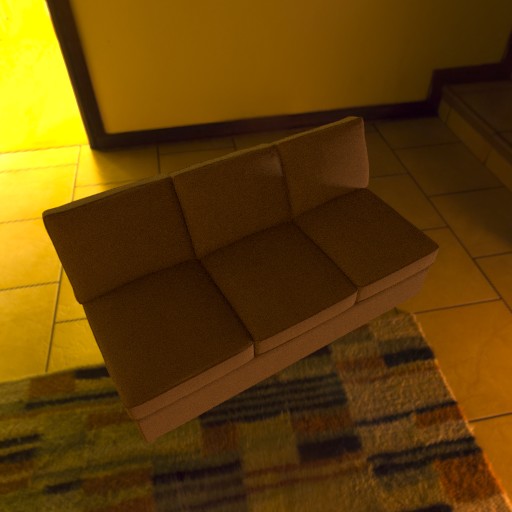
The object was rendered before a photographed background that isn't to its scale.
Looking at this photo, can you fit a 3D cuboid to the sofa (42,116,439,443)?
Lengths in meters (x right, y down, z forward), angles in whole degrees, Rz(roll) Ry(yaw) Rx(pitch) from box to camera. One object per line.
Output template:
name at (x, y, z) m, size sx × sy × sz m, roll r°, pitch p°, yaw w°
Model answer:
sofa at (0.000, 0.000, 2.740) m, size 2.092 × 1.036 × 1.127 m, roll -23°, pitch 50°, yaw -21°
